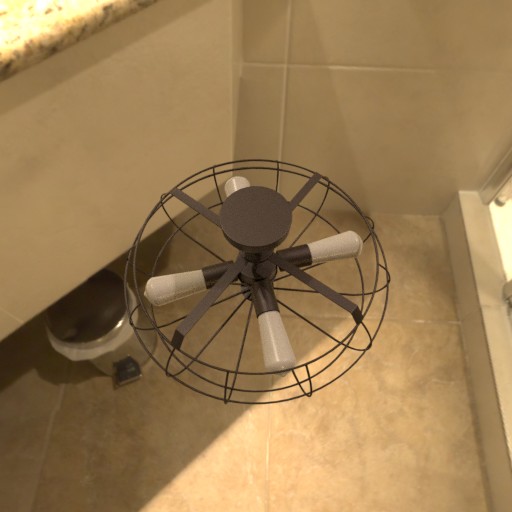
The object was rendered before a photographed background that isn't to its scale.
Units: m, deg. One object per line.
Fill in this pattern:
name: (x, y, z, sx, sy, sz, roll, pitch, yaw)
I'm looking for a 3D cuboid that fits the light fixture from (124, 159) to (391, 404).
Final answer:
light fixture: (0.000, 0.000, 0.933, 0.582, 0.311, 0.582, 0, 62, 0)
